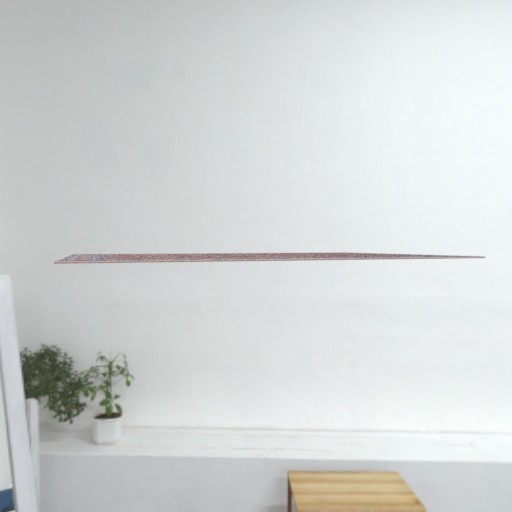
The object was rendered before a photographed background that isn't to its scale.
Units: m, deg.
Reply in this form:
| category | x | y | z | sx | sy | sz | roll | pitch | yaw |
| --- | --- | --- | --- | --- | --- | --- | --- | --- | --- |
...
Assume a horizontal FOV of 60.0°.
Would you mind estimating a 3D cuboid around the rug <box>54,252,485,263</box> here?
| category | x | y | z | sx | sy | sz | roll | pitch | yaw |
| --- | --- | --- | --- | --- | --- | --- | --- | --- | --- |
| rug | 0.000 | 0.000 | 2.311 | 1.829 | 0.009 | 1.219 | 0 | 1 | -20 |
